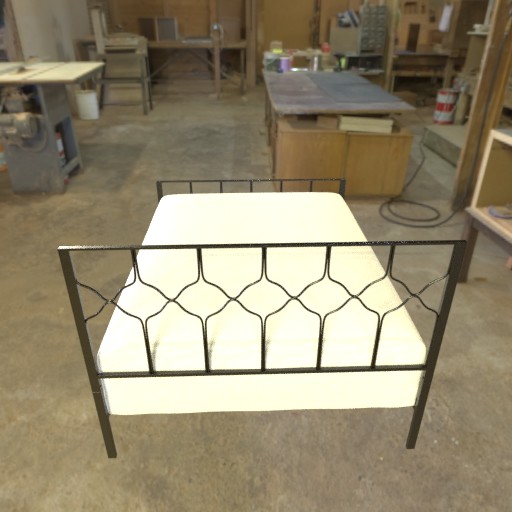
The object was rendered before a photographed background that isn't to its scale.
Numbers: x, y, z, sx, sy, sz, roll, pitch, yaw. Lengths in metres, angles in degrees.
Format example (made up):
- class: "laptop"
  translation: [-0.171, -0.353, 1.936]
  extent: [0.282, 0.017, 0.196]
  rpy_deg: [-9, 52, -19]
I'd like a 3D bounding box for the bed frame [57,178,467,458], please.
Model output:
- class: "bed frame"
  translation: [0.000, 0.000, 2.920]
  extent: [1.597, 1.222, 2.063]
  rpy_deg: [-1, 29, -2]
